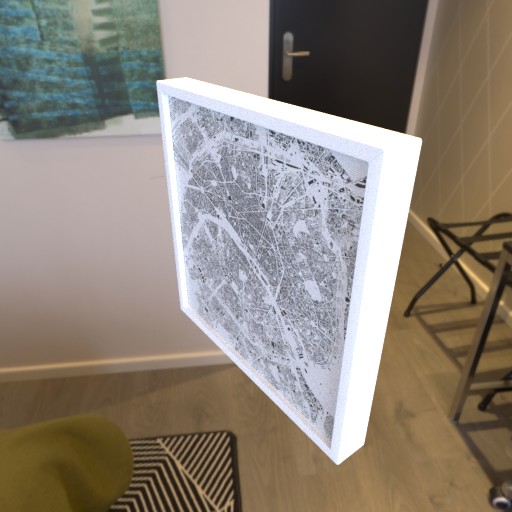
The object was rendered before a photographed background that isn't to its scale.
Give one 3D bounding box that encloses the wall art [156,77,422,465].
[{"bbox_3d":[0.000,0.000,0.456,0.038,0.305,0.305,-21,37,-31],"label":"wall art"}]
